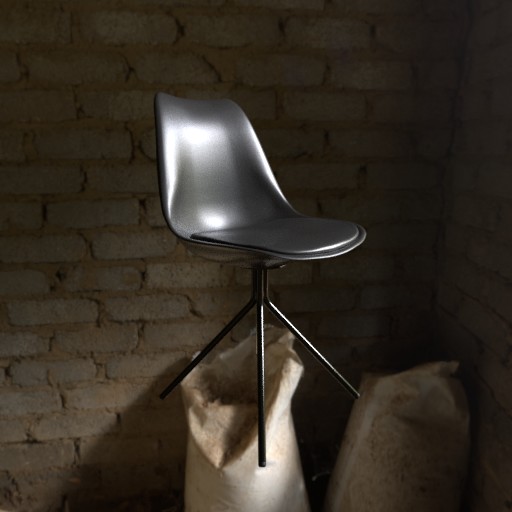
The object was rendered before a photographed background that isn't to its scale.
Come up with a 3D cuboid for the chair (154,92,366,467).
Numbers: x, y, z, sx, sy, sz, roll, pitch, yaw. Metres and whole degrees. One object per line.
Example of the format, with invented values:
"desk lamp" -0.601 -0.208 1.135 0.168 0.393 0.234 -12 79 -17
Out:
"chair" 0.000 0.000 1.192 0.525 0.850 0.461 13 19 43
